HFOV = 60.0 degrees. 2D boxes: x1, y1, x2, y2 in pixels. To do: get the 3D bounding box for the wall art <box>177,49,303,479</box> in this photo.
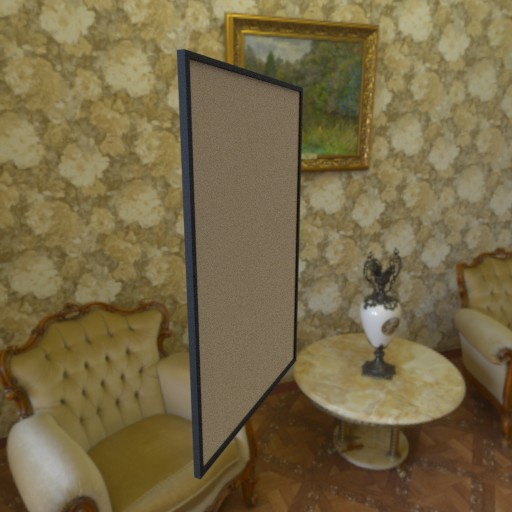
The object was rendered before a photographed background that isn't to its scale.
[{"bbox_3d":[0.000,0.000,0.859,0.013,0.660,0.460,7,16,24],"label":"wall art"}]
